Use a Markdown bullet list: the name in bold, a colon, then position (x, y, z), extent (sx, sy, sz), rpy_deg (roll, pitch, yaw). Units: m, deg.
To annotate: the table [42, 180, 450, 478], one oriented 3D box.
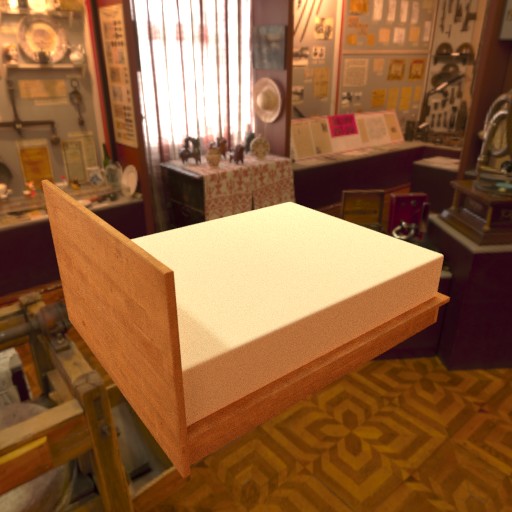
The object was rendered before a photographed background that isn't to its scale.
- **table**: position (0.000, 0.000, 3.024), extent (2.149, 1.041, 1.707), rpy_deg (-17, 29, -34)
